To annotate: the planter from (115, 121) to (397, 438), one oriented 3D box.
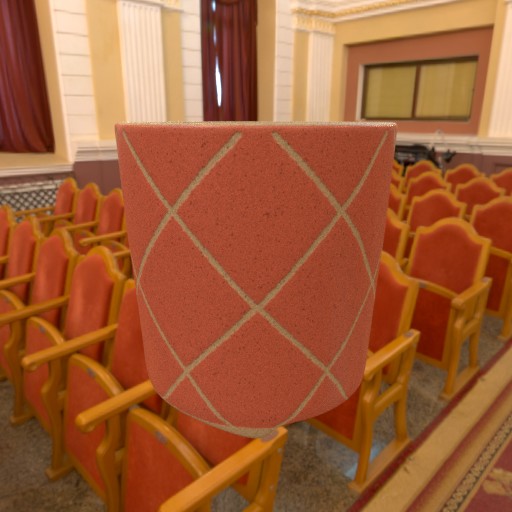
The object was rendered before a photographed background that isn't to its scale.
[{"bbox_3d":[0.000,0.000,0.406,0.227,0.235,0.227,0,17,0],"label":"planter"}]
